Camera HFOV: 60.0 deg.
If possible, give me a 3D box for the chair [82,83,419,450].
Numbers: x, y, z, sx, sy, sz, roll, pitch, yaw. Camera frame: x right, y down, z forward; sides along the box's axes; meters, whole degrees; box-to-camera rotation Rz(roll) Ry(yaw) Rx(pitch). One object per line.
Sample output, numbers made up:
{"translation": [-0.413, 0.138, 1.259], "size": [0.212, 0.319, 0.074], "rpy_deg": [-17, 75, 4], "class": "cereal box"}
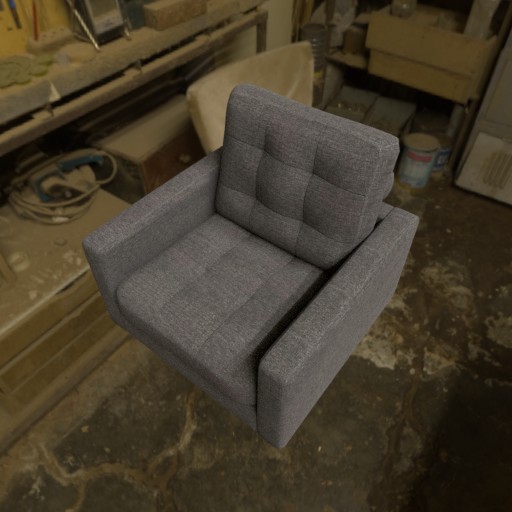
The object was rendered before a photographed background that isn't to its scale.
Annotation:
{"translation": [0.000, 0.000, 1.544], "size": [0.821, 0.880, 0.843], "rpy_deg": [29, 53, 25], "class": "chair"}
